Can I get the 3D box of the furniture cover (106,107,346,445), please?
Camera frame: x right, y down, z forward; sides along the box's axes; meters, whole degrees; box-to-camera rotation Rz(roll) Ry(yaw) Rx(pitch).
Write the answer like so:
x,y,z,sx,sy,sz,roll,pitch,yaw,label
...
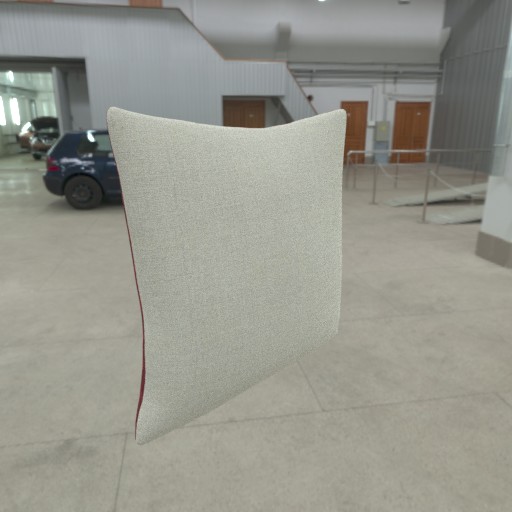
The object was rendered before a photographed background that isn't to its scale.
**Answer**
x,y,z,sx,sy,sz,roll,pitch,yaw,label
0.000,0.000,0.657,0.145,0.420,0.435,16,23,43,furniture cover
